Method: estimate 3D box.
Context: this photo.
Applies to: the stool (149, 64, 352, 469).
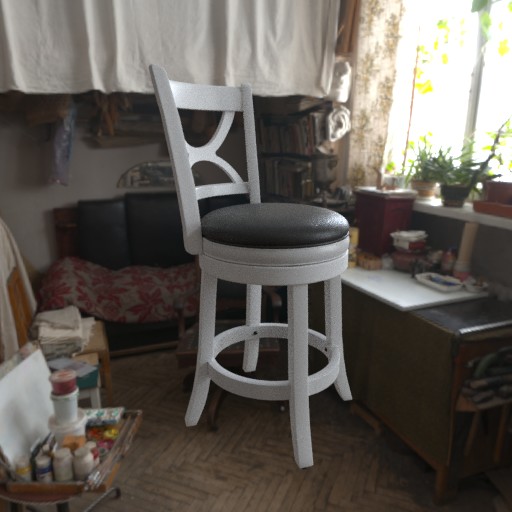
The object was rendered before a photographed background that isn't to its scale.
[{"bbox_3d":[0.000,0.000,1.230,0.508,0.953,0.444,8,17,28],"label":"stool"}]
